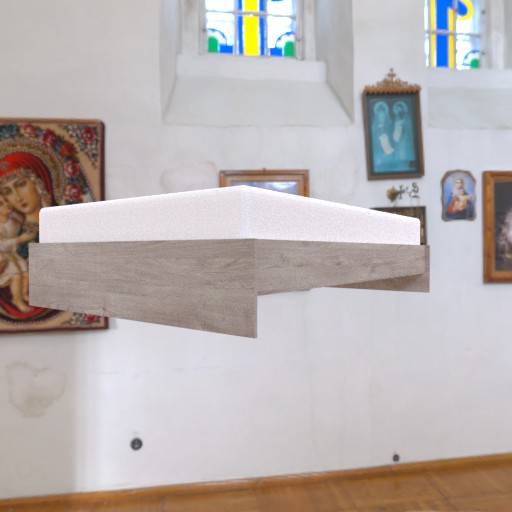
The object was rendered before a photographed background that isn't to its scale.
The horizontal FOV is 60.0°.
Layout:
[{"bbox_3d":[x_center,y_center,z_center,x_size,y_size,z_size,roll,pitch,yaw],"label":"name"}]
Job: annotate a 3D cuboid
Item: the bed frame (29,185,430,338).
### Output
[{"bbox_3d":[0.000,0.000,2.612,1.445,0.497,1.945,0,1,37],"label":"bed frame"}]
